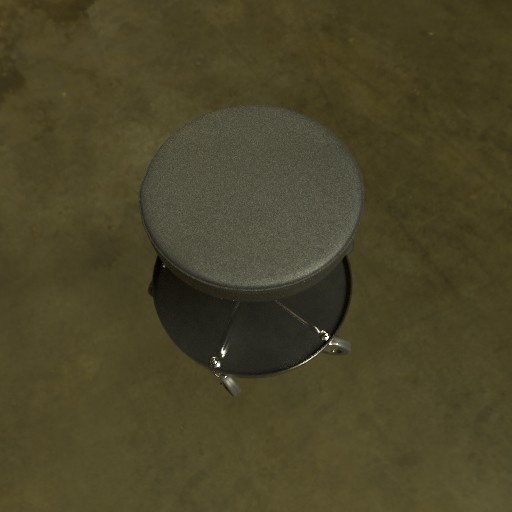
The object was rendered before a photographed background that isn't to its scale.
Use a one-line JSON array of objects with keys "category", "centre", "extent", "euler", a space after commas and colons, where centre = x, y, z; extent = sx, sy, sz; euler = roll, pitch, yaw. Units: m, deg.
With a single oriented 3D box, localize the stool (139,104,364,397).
[{"category": "stool", "centre": [0.000, 0.000, 0.691], "extent": [0.382, 0.365, 0.381], "euler": [16, 64, 8]}]
